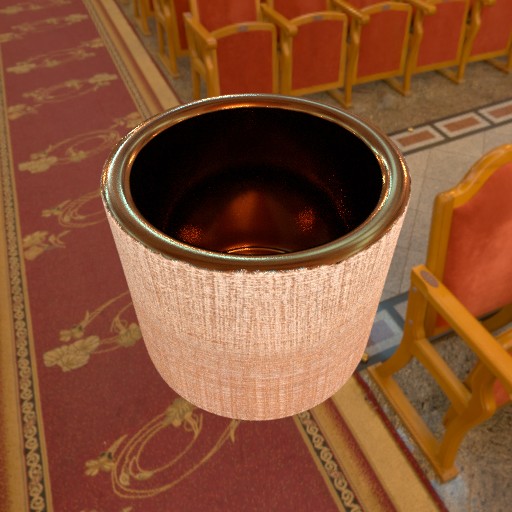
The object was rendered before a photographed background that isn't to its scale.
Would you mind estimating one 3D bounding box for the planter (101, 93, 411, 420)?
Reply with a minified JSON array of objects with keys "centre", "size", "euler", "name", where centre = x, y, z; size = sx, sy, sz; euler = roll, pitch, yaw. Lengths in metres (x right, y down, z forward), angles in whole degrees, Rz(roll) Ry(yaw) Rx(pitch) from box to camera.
[{"centre":[0.000,0.000,0.310],"size":[0.177,0.157,0.177],"euler":[0,46,0],"name":"planter"}]
